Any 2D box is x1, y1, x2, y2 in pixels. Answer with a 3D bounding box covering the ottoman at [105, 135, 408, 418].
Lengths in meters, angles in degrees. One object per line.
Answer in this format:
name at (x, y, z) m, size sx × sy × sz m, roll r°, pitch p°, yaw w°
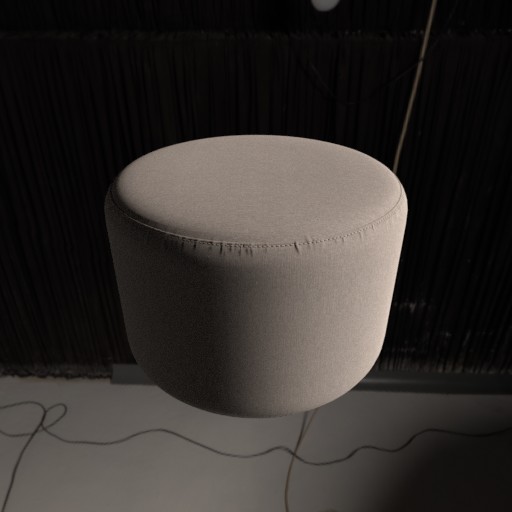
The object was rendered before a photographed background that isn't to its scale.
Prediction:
ottoman at (0.000, 0.000, 1.000) m, size 0.608 × 0.433 × 0.608 m, roll 0°, pitch 30°, yaw 0°
